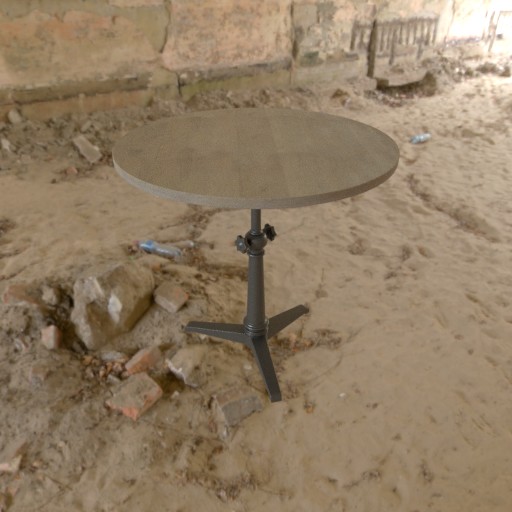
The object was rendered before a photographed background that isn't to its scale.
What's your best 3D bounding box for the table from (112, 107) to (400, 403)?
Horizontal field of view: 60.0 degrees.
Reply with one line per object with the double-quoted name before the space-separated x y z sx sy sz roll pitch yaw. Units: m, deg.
"table" 0.000 0.000 1.484 0.800 0.780 0.800 0 32 0
